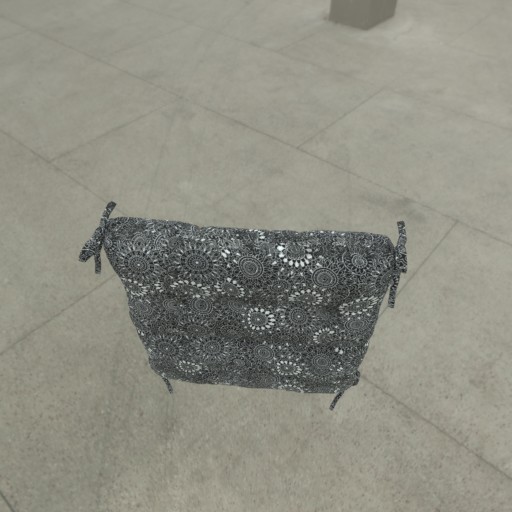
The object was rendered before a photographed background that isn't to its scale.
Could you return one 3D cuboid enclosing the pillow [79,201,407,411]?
[{"bbox_3d":[0.000,0.000,1.022,0.519,0.605,0.571,4,46,4],"label":"pillow"}]
